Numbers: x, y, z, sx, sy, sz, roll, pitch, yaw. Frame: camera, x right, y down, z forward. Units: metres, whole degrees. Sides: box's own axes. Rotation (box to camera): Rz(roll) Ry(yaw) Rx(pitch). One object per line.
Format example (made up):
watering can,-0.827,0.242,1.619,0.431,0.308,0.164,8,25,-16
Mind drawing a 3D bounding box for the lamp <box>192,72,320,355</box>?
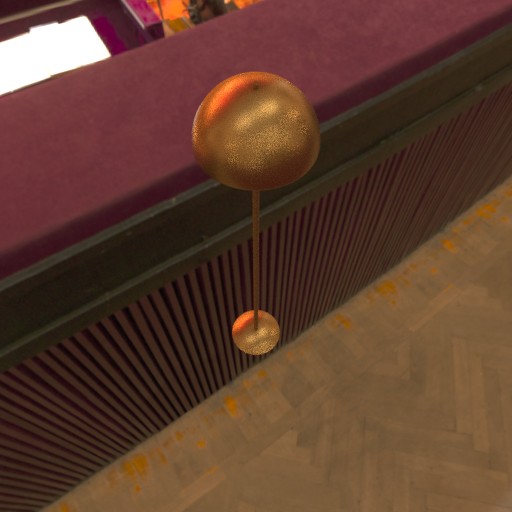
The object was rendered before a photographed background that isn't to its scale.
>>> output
lamp,0.000,0.000,1.621,0.328,1.480,0.328,-29,63,-16
